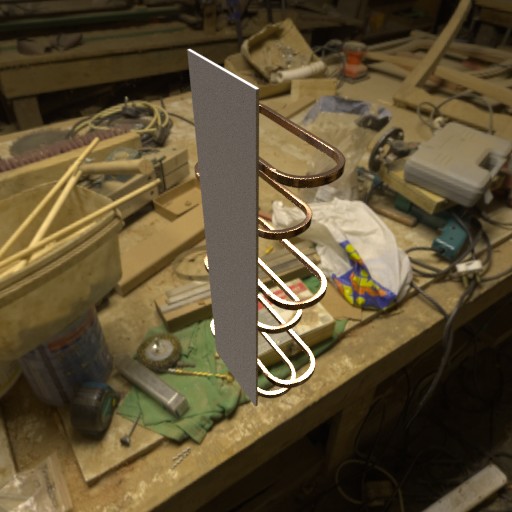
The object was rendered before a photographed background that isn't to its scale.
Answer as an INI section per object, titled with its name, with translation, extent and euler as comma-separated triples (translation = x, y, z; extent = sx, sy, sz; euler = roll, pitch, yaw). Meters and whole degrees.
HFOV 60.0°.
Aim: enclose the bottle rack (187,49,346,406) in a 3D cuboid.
[bottle rack]
translation = 0.000, 0.000, 0.835
extent = 0.118, 0.709, 0.332
euler = -23, 46, -24
